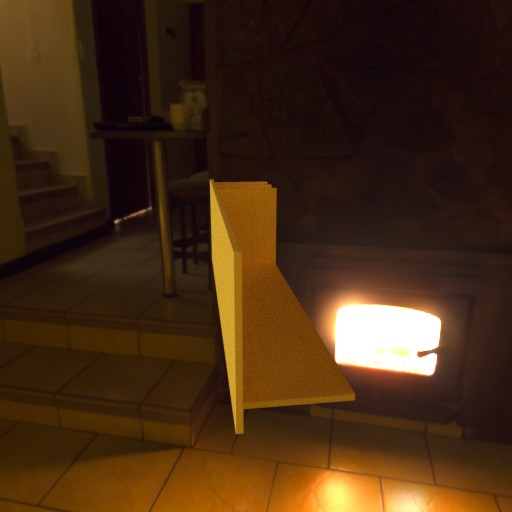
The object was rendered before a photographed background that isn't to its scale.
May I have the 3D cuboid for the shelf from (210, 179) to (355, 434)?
[{"bbox_3d":[0.000,0.000,1.165,0.200,0.300,1.020,-2,16,-7],"label":"shelf"}]
